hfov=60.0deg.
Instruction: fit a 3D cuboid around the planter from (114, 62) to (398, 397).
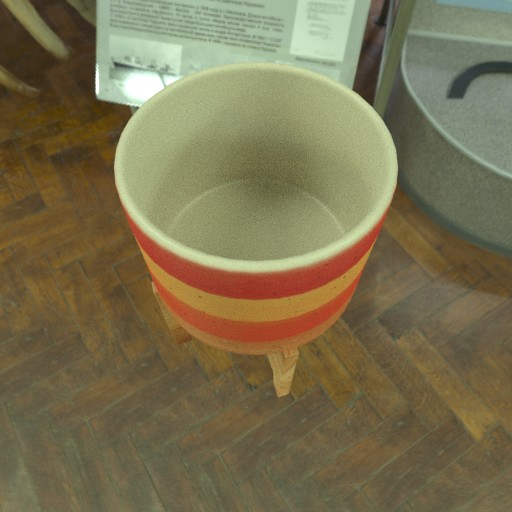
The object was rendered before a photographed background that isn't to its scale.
[{"bbox_3d":[0.000,0.000,0.564,0.269,0.379,0.269,0,58,0],"label":"planter"}]
